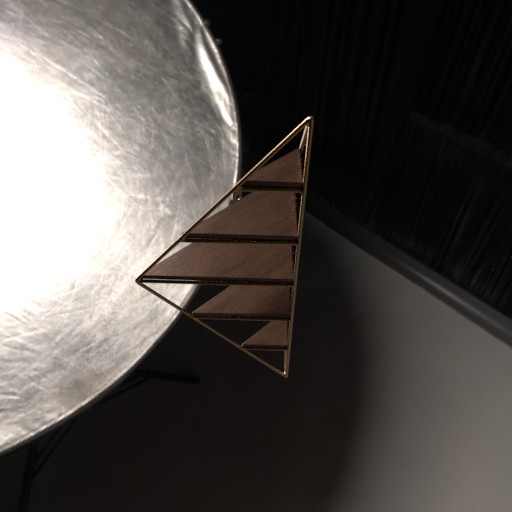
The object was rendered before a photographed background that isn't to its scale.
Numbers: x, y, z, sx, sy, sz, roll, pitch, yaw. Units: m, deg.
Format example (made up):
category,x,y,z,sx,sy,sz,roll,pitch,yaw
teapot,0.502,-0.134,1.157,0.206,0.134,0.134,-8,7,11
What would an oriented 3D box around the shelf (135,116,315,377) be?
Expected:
category,x,y,z,sx,sy,sz,roll,pitch,yaw
shelf,0.000,0.000,1.174,0.564,0.913,0.294,-34,55,-28
